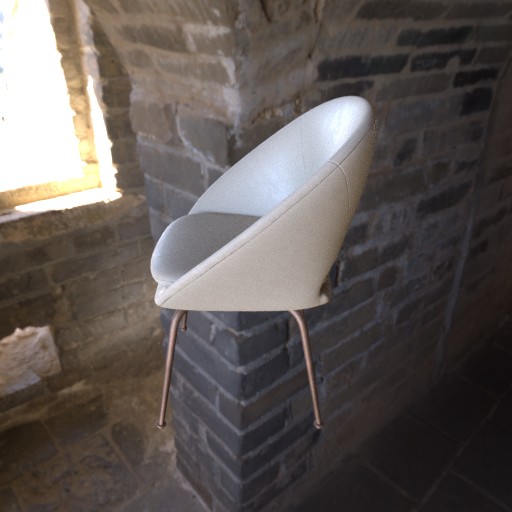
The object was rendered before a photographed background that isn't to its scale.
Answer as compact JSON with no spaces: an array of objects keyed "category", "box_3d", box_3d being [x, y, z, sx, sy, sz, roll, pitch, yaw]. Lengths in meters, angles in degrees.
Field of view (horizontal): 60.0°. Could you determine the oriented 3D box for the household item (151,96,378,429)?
[{"category":"household item","box_3d":[0.000,0.000,1.265,0.573,0.852,0.623,0,28,0]}]
